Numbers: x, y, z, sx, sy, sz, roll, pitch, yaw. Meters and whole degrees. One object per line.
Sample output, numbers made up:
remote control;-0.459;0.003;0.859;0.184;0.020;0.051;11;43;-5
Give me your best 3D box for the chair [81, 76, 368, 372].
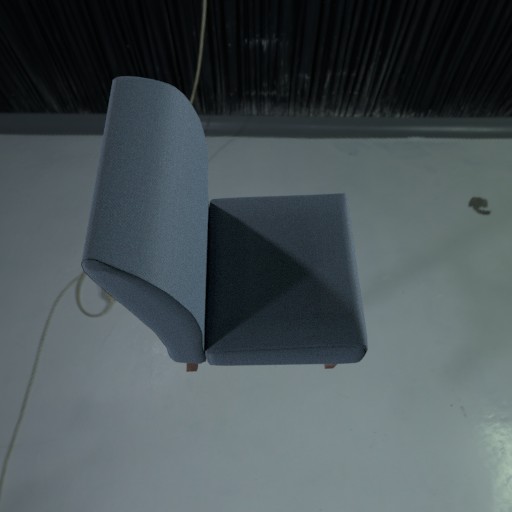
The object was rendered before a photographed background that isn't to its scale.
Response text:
chair;0.000;0.000;1.172;0.592;0.804;0.513;-2;63;-1
